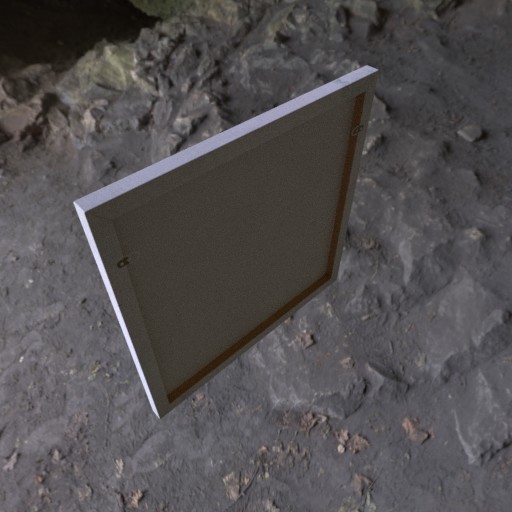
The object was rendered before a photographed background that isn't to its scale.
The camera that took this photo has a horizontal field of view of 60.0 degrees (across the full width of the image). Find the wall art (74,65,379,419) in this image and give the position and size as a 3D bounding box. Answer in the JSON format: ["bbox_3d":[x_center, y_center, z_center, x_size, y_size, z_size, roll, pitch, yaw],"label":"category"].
[{"bbox_3d":[0.000,0.000,1.154,0.762,0.762,0.041,-34,55,-28],"label":"wall art"}]
